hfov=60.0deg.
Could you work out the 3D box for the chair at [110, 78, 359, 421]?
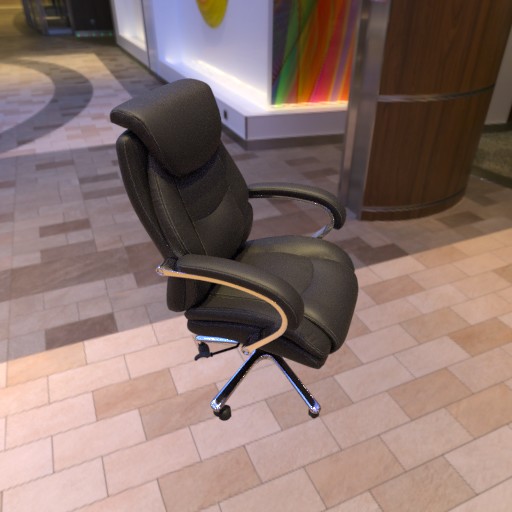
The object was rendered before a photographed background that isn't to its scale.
[{"bbox_3d":[0.000,0.000,1.712,0.790,1.183,0.755,11,34,17],"label":"chair"}]
